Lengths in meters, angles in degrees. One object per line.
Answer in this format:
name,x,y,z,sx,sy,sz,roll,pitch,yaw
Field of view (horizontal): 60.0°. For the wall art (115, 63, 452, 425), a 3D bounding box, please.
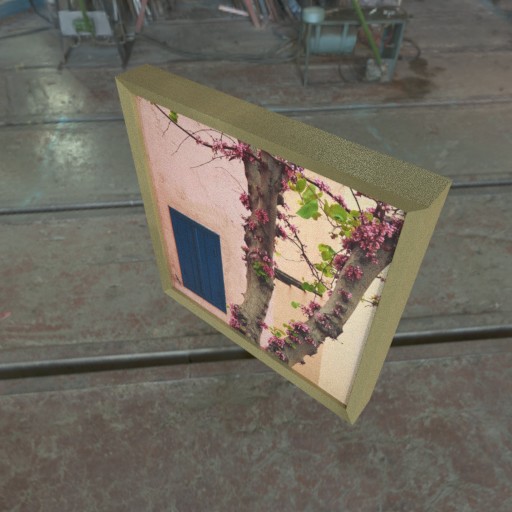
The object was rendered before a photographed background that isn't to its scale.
wall art,0.000,0.000,0.458,0.304,0.305,0.038,30,52,27
